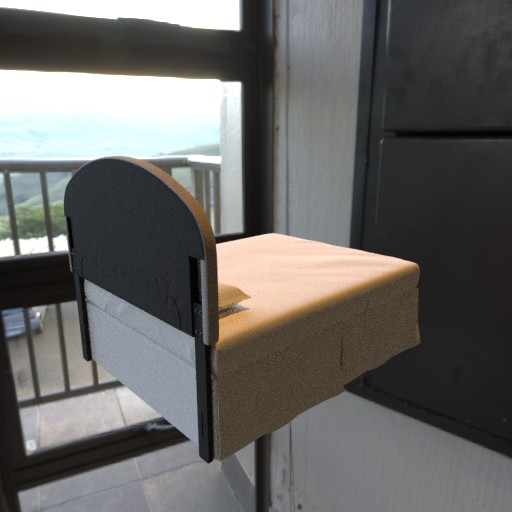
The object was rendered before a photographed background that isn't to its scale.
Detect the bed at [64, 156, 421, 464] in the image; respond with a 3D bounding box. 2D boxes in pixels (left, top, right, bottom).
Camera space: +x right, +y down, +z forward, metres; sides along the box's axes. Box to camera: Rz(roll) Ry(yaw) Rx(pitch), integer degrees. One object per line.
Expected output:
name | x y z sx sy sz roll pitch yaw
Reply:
bed | 0.000 0.000 3.088 2.005 1.410 1.607 -14 20 -42
